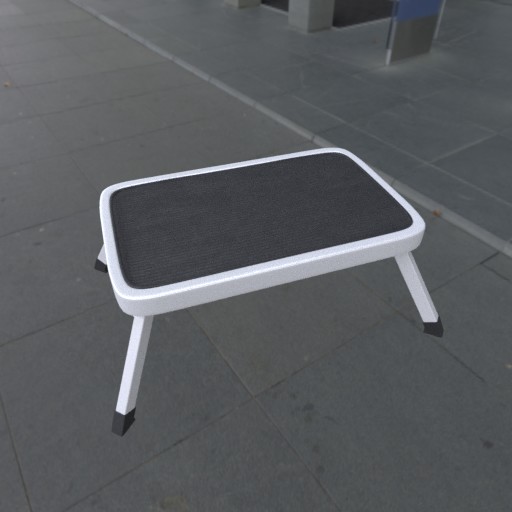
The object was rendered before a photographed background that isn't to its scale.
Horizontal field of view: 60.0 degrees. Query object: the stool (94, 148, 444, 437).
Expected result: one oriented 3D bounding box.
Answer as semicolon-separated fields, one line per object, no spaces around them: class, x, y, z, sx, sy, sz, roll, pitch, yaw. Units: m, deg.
stool;0.000;0.000;0.626;0.460;0.170;0.320;-13;42;-15
